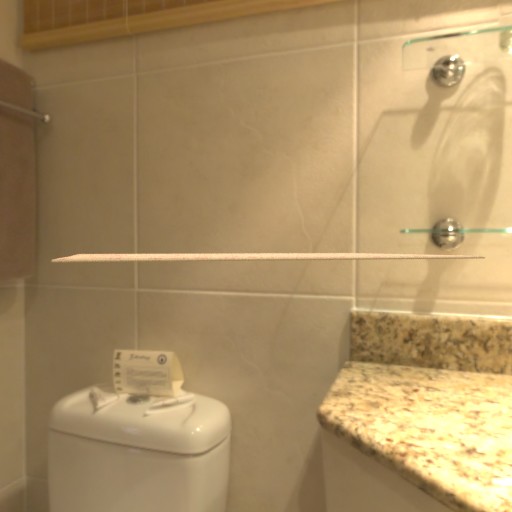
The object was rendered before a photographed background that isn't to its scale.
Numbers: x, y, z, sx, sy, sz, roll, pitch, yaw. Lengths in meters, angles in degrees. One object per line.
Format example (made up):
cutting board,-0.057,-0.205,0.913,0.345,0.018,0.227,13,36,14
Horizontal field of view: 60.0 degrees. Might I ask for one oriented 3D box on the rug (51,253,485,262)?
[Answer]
rug,0.000,0.000,3.503,2.746,0.018,1.819,0,1,-18
